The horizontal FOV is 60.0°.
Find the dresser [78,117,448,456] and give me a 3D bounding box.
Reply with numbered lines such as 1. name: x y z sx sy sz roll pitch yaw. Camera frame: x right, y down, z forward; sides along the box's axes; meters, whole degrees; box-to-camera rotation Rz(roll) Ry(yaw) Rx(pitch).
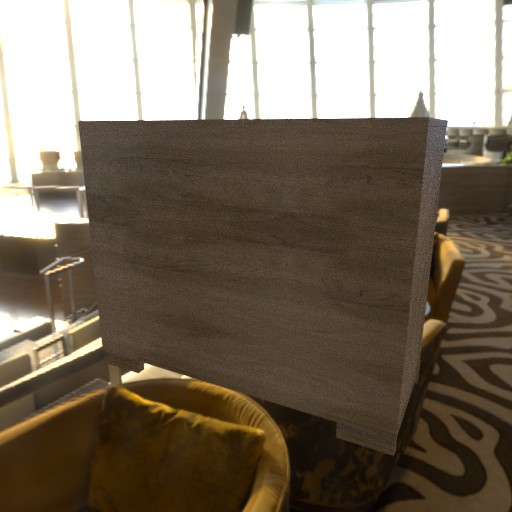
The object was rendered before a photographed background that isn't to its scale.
1. dresser: 0.000 0.000 1.393 0.994 0.816 0.404 8 18 27
